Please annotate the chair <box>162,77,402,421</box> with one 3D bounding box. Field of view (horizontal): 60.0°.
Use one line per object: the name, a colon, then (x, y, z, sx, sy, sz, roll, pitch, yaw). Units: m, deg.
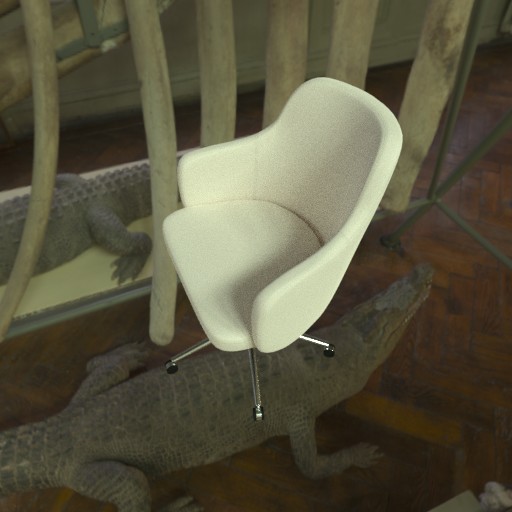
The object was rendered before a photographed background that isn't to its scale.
chair: (0.000, 0.000, 1.262, 0.647, 0.819, 0.602, -18, 48, -17)
